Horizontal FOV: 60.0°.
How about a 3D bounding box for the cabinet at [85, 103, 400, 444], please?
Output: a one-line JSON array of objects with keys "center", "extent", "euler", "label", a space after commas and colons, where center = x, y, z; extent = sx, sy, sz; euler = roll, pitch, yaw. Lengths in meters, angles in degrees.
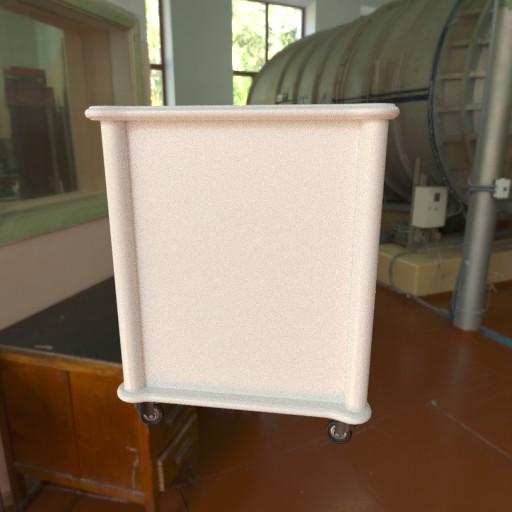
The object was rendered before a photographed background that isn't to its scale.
[{"center": [0.000, 0.000, 1.229], "extent": [0.627, 0.761, 0.628], "euler": [2, 16, 8], "label": "cabinet"}]
